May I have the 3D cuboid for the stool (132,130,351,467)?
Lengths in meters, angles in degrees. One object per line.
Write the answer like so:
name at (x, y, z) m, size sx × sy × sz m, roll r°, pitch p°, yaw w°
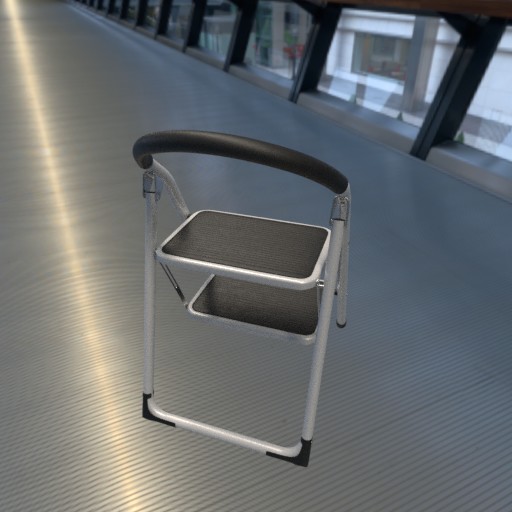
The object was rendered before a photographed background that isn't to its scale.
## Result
stool at (0.000, 0.000, 1.118) m, size 0.453 × 0.760 × 0.559 m, roll 10°, pitch 33°, yaw 16°
